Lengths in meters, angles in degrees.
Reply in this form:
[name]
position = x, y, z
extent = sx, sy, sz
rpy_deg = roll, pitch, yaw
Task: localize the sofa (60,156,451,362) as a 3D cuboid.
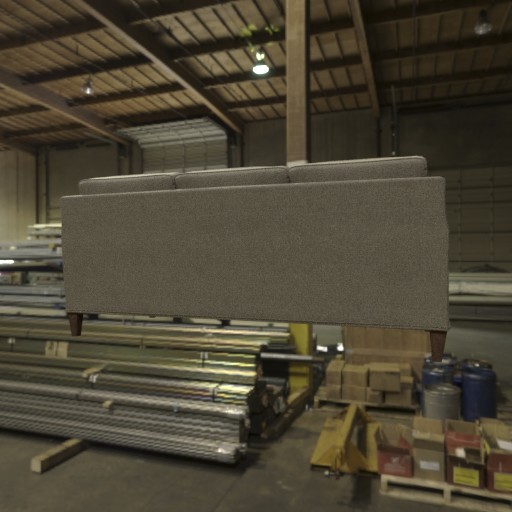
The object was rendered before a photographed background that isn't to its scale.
[sofa]
position = 0.000, 0.000, 2.836
extent = 2.246, 1.003, 1.084
rpy_deg = 0, 0, 19
